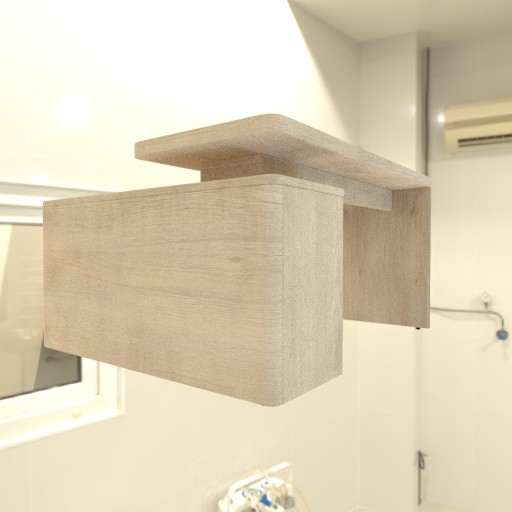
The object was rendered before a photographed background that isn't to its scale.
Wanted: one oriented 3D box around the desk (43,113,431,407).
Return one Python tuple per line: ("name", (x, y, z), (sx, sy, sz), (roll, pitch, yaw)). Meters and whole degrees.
("desk", (0.000, 0.000, 2.032), (1.175, 0.770, 1.400), (1, 2, 37))
